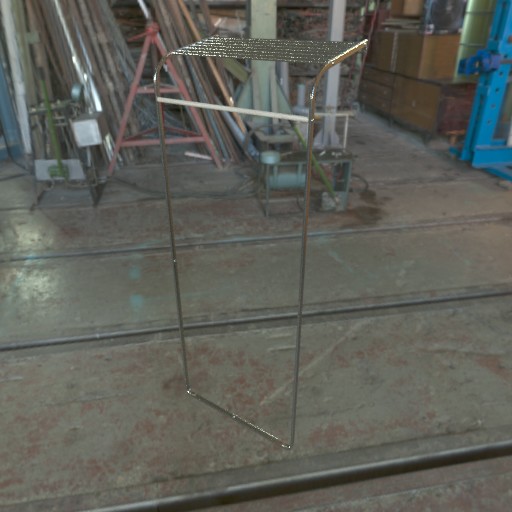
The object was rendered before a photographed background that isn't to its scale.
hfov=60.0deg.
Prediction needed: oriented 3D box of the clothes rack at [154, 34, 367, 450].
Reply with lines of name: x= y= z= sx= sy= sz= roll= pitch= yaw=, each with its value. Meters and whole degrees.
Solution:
clothes rack: x=0.000 y=0.000 z=1.786 sx=0.609 sy=1.574 sz=0.349 roll=18 pitch=34 yaw=30
